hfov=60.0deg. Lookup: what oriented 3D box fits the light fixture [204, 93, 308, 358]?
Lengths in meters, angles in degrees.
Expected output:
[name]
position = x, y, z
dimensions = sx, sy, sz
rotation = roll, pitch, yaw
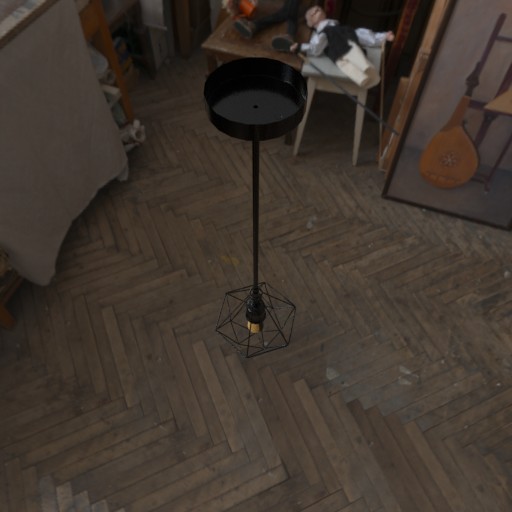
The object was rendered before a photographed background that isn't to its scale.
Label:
[light fixture]
position = 0.000, 0.000, 1.993
dimensions = 0.487, 1.764, 0.431
rotation = -15, 59, -9
